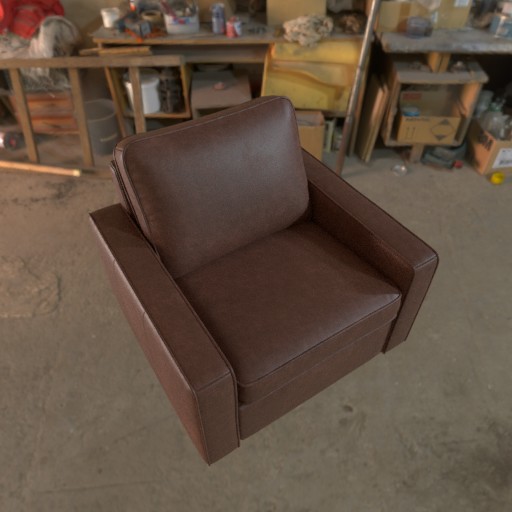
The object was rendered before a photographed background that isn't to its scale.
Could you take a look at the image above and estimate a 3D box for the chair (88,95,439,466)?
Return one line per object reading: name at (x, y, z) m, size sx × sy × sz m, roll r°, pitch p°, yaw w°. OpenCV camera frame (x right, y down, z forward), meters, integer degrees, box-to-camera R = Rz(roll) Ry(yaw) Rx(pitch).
chair at (0.000, 0.000, 1.729) m, size 1.017 × 0.919 × 0.940 m, roll -25°, pitch 51°, yaw -22°
